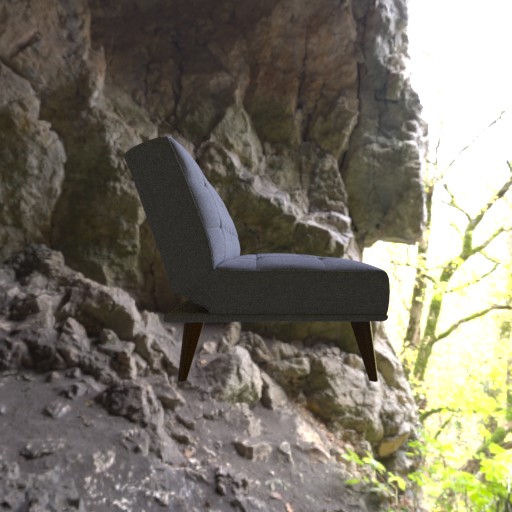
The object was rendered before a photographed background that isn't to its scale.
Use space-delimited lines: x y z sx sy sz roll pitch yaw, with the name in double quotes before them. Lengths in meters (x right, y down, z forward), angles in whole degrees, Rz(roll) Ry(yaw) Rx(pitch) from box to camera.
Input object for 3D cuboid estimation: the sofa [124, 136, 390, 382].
"sofa" 0.000 0.000 2.313 0.860 0.810 1.800 0 0 0
